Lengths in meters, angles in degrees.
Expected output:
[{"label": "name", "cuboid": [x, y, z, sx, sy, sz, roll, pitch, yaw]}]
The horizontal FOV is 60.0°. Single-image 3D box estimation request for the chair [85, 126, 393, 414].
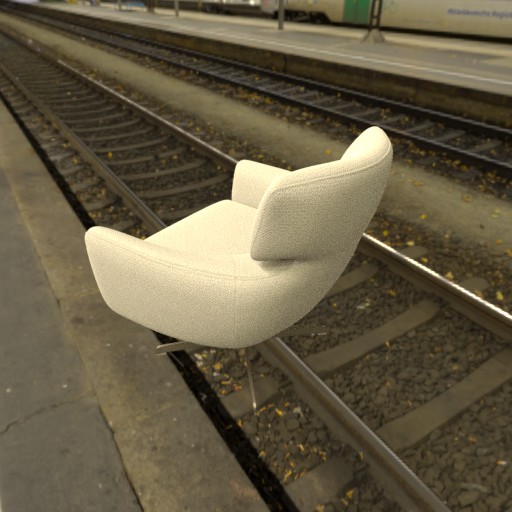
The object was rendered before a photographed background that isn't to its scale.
[{"label": "chair", "cuboid": [0.000, 0.000, 1.413, 0.730, 0.810, 0.760, 21, 37, 30]}]
